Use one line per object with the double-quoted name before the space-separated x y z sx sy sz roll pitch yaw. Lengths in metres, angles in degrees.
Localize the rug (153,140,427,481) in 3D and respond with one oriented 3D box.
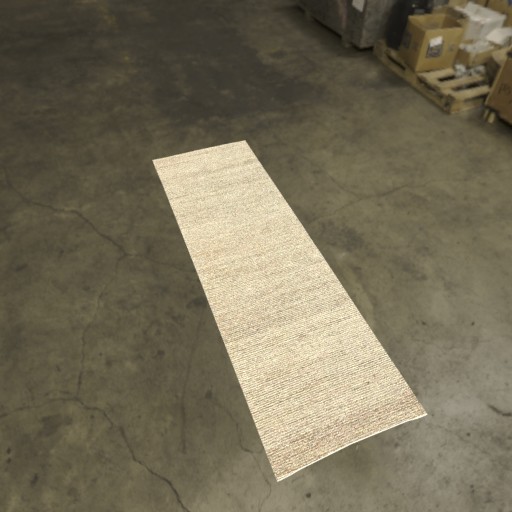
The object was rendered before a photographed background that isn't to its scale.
"rug" 0.000 0.000 2.647 0.741 0.014 2.390 -16 49 -14
